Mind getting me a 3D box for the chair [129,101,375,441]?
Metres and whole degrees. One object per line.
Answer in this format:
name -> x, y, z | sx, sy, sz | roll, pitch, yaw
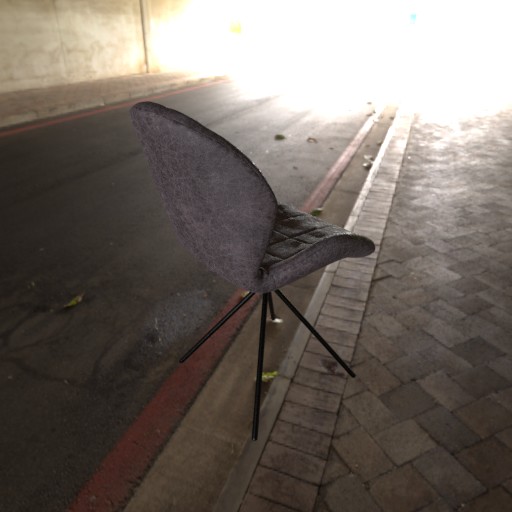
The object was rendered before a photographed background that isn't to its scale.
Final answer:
chair -> 0.000, 0.000, 1.340 | 0.640, 0.934, 0.527 | -19, 33, -33
